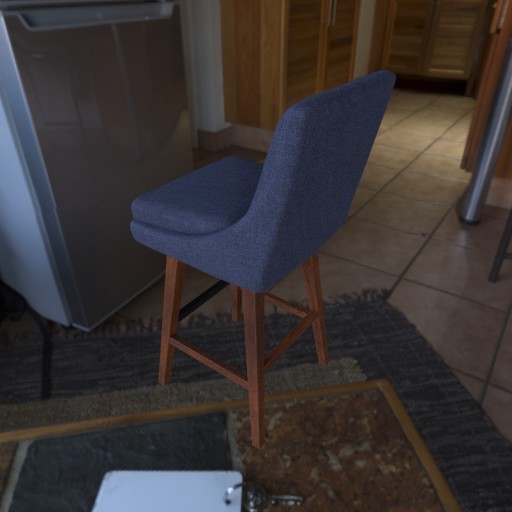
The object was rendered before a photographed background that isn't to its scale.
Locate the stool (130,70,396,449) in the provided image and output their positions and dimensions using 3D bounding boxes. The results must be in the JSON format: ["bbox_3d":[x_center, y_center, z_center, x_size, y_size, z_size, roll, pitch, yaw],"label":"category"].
[{"bbox_3d":[0.000,0.000,1.356,0.572,1.068,0.489,22,39,30],"label":"stool"}]
